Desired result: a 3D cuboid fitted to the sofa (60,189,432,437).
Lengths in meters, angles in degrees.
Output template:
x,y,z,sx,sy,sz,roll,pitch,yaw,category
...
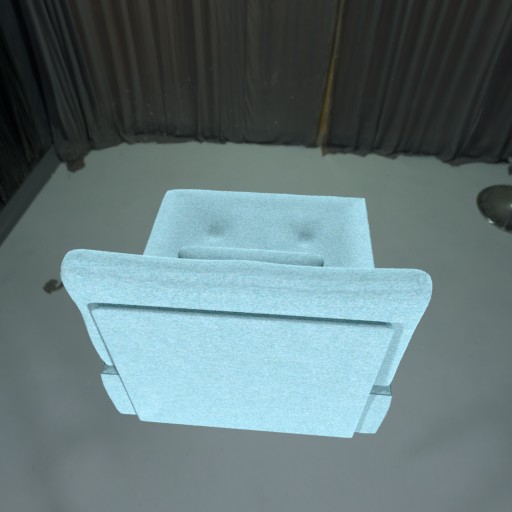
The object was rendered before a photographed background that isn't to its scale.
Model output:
x,y,z,sx,sy,sz,roll,pitch,yaw,category
0.000,0.000,1.651,0.930,0.820,1.000,3,46,3,sofa
